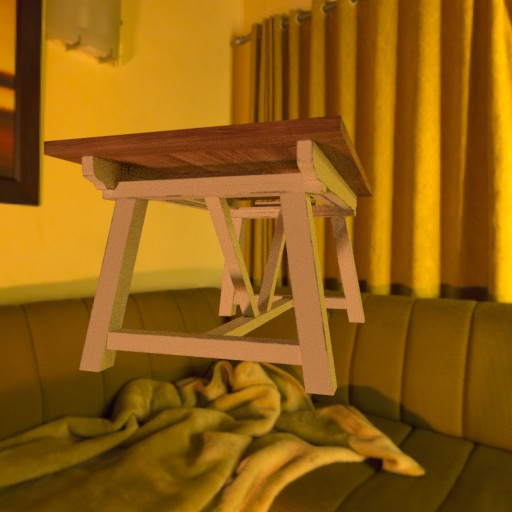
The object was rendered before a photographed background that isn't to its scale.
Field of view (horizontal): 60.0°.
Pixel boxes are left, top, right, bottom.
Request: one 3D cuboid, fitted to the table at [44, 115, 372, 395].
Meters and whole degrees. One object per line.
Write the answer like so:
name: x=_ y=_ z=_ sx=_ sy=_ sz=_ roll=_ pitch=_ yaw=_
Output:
table: x=0.000 y=0.000 z=1.975 sx=0.922 sy=0.743 sz=1.503 roll=0 pitch=1 yaw=18
